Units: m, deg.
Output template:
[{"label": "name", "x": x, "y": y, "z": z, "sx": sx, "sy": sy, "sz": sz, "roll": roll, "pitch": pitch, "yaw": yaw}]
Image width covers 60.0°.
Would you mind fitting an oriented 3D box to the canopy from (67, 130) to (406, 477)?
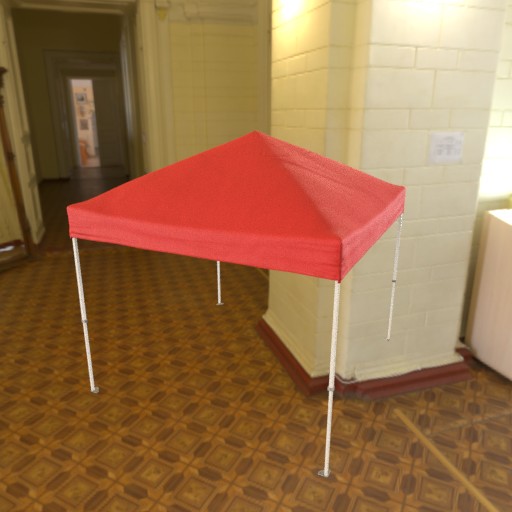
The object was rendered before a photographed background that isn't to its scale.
[{"label": "canopy", "x": 0.000, "y": 0.000, "z": 5.504, "sx": 2.998, "sy": 2.997, "sz": 2.996, "roll": 9, "pitch": 20, "yaw": 25}]
